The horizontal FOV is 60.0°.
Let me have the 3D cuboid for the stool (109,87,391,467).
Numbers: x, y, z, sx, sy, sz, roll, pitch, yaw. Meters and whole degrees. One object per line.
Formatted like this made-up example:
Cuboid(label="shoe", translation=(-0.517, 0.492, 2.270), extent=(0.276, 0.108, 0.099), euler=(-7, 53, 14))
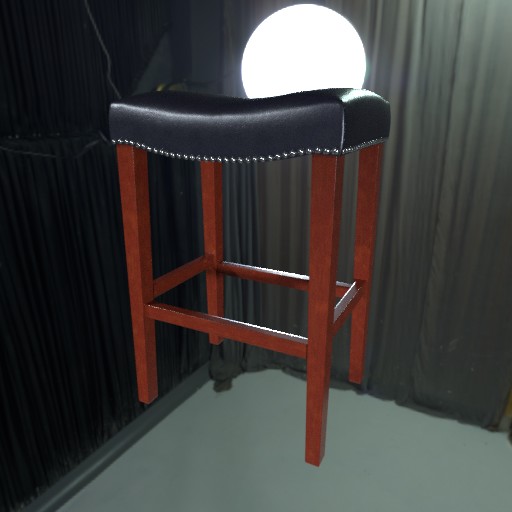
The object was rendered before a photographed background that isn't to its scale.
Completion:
Cuboid(label="stool", translation=(0.000, 0.000, 1.053), extent=(0.504, 0.742, 0.372), euler=(9, 21, 26))
